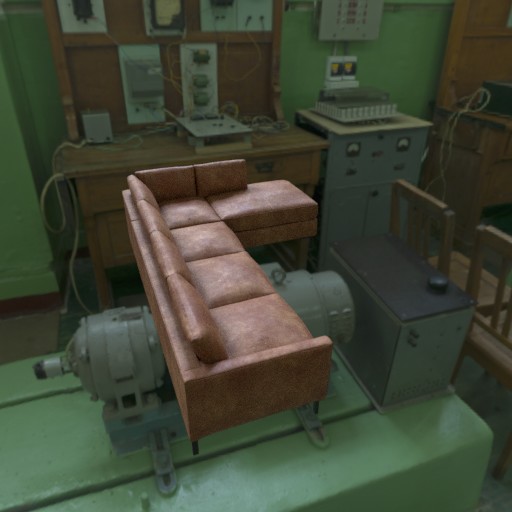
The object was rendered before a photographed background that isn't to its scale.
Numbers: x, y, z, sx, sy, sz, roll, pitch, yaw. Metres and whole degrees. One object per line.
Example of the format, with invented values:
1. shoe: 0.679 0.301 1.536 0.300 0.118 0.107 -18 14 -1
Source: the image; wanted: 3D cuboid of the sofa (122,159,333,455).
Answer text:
1. sofa: 0.000 0.000 3.915 1.938 0.877 2.984 -11 31 -18
